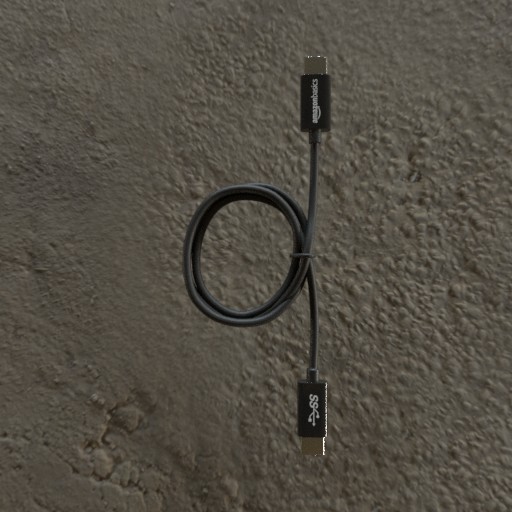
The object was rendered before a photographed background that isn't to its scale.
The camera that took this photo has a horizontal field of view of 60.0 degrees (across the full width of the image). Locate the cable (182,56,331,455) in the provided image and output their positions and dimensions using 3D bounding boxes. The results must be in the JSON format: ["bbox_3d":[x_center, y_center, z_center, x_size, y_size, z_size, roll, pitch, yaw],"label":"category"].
[{"bbox_3d":[0.000,0.000,0.206,0.070,0.014,0.186,0,90,2],"label":"cable"}]
